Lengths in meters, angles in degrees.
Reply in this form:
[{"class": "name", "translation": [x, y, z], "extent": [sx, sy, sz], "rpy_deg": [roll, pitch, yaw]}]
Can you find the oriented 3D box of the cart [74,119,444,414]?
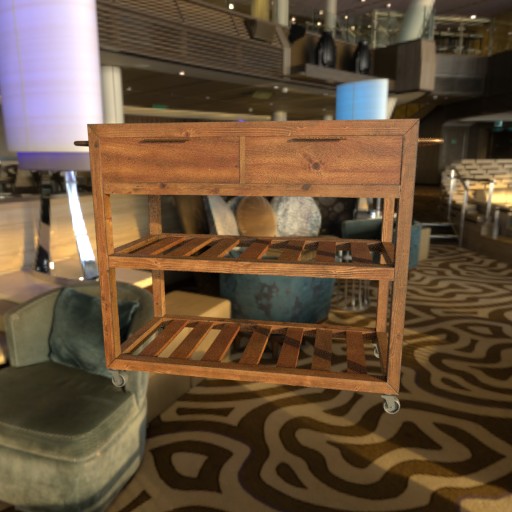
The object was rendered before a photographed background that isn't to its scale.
[{"class": "cart", "translation": [0.000, 0.000, 1.480], "extent": [1.065, 0.830, 0.445], "rpy_deg": [2, 13, 10]}]
